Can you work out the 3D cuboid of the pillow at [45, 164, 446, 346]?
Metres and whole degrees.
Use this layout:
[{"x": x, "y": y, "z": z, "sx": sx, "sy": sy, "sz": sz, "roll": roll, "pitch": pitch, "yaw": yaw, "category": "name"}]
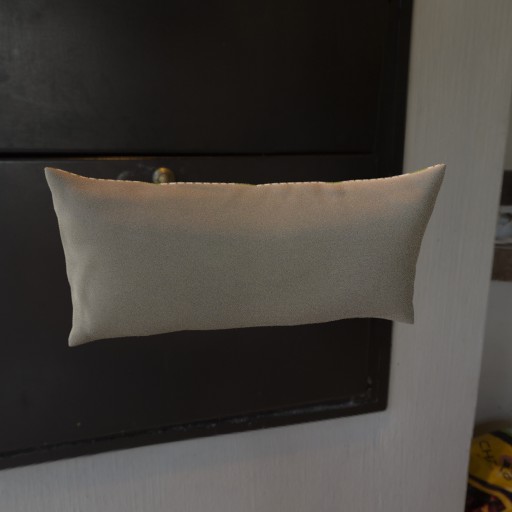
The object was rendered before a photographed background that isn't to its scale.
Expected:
[{"x": 0.000, "y": 0.000, "z": 0.719, "sx": 0.608, "sy": 0.292, "sz": 0.156, "roll": -2, "pitch": 12, "yaw": -10, "category": "pillow"}]
